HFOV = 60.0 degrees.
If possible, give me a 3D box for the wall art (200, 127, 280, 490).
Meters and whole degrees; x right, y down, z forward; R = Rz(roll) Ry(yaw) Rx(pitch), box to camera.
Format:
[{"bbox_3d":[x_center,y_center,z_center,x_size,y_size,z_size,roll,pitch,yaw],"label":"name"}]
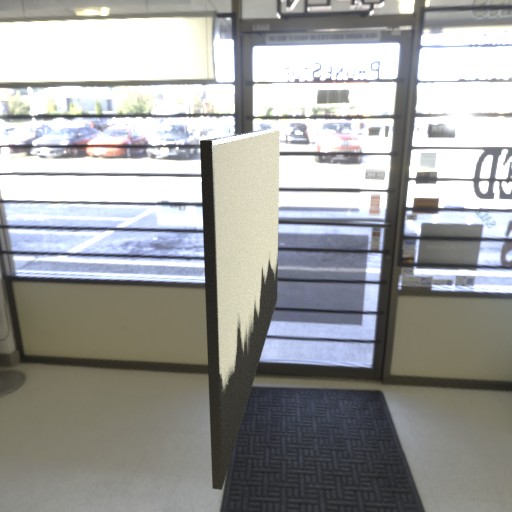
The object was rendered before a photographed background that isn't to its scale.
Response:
[{"bbox_3d":[0.000,0.000,1.219,0.019,0.660,0.957,3,18,9],"label":"wall art"}]
